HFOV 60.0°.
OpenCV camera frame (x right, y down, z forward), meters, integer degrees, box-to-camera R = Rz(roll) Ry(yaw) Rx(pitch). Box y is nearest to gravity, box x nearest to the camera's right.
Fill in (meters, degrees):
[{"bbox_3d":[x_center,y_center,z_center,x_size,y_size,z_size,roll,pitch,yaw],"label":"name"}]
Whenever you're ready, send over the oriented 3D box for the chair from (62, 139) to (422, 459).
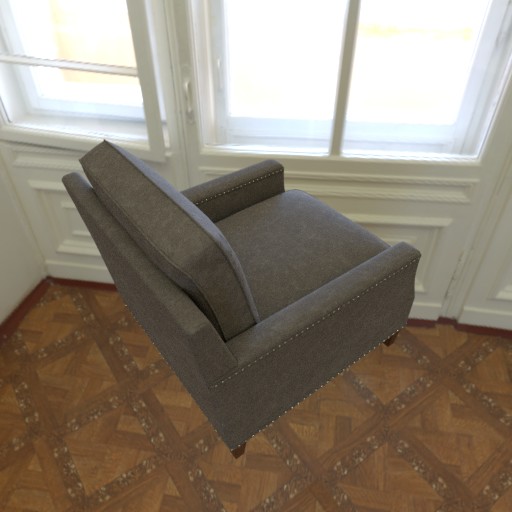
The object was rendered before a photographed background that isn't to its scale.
[{"bbox_3d":[0.000,0.000,1.678,1.014,0.948,0.853,-26,48,-27],"label":"chair"}]
